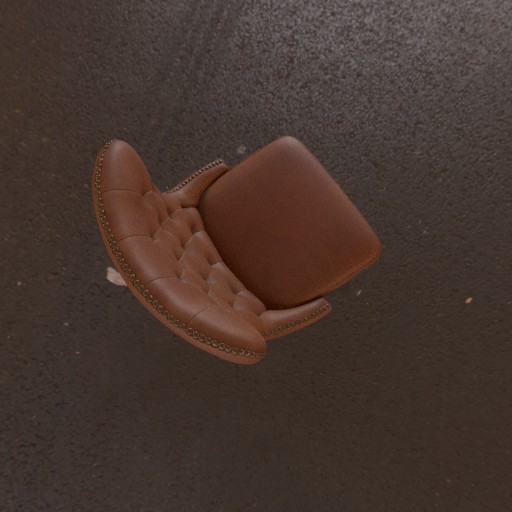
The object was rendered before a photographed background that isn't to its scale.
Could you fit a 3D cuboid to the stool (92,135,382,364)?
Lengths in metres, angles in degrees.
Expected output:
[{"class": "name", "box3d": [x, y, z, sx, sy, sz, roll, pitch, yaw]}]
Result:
[{"class": "stool", "box3d": [0.000, 0.000, 1.285, 0.593, 0.971, 0.528, -34, 77, -9]}]
